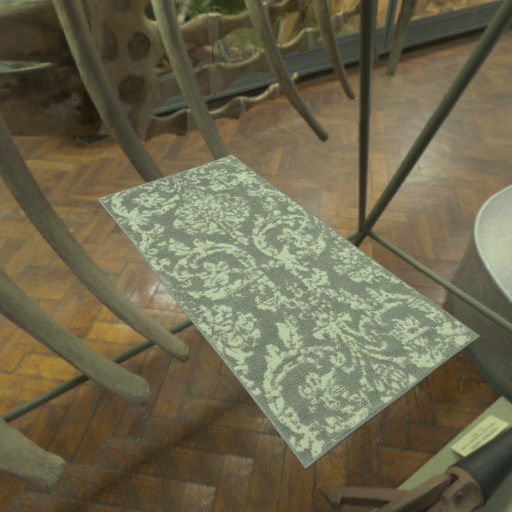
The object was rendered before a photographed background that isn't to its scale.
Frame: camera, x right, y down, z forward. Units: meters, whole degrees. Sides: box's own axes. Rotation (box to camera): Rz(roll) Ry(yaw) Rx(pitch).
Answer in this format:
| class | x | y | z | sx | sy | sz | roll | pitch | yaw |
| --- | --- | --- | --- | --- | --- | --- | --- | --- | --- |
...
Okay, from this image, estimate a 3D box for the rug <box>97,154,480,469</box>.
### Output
| class | x | y | z | sx | sy | sz | roll | pitch | yaw |
| --- | --- | --- | --- | --- | --- | --- | --- | --- | --- |
| rug | 0.000 | 0.000 | 1.422 | 0.604 | 0.007 | 1.219 | -25 | 47 | -26 |
